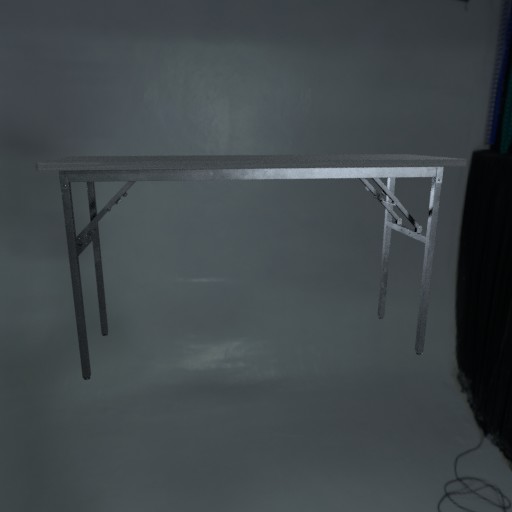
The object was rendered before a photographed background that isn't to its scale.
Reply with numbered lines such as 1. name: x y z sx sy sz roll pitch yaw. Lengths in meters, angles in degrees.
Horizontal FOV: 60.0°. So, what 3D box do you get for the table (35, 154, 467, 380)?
1. table: 0.000 0.000 1.729 1.399 0.750 0.449 -2 15 -8
